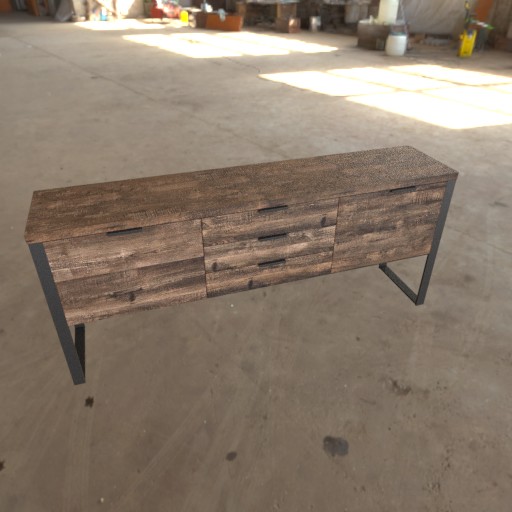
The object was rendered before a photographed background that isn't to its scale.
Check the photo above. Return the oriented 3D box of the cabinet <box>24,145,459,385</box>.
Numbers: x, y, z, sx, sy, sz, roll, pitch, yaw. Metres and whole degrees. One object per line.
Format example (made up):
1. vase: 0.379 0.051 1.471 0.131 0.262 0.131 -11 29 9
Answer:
1. cabinet: 0.000 0.000 2.113 1.800 0.762 0.395 -10 35 -15
